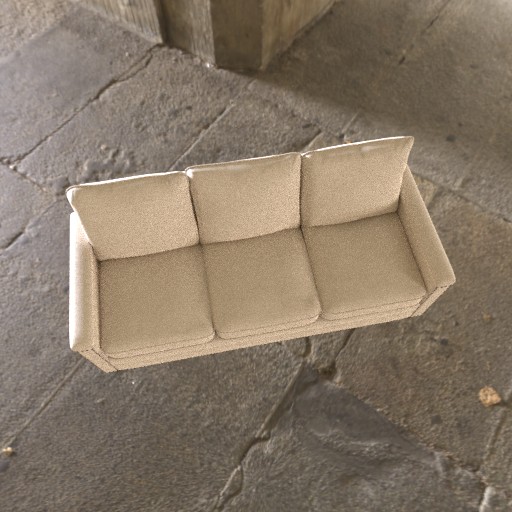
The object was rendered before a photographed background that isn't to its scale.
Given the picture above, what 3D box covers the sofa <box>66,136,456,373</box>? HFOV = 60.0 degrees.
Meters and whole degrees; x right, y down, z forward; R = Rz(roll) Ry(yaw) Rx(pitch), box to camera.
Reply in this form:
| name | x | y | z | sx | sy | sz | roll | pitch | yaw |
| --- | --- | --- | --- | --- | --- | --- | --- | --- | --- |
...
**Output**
| name | x | y | z | sx | sy | sz | roll | pitch | yaw |
| --- | --- | --- | --- | --- | --- | --- | --- | --- | --- |
| sofa | 0.000 | 0.000 | 2.452 | 1.925 | 0.961 | 0.828 | -9 | 63 | -5 |
